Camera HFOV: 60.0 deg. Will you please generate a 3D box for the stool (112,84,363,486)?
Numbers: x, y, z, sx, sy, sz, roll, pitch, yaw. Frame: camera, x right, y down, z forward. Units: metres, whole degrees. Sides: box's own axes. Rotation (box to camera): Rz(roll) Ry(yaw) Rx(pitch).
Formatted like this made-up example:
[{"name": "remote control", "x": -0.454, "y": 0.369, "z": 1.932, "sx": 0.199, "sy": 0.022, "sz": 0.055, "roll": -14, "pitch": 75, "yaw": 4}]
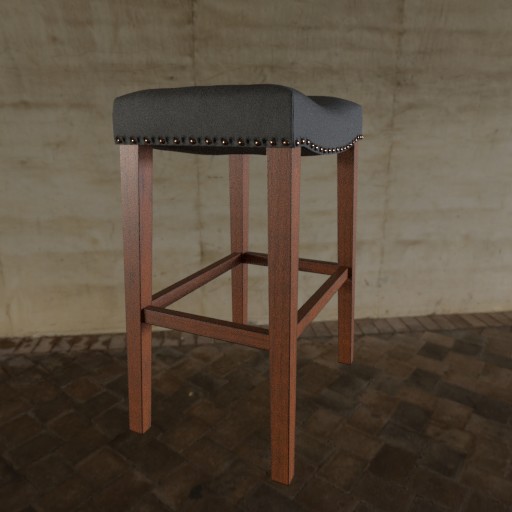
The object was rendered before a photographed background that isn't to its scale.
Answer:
[{"name": "stool", "x": 0.000, "y": 0.000, "z": 0.876, "sx": 0.320, "sy": 0.612, "sz": 0.439, "roll": 7, "pitch": 18, "yaw": 24}]
